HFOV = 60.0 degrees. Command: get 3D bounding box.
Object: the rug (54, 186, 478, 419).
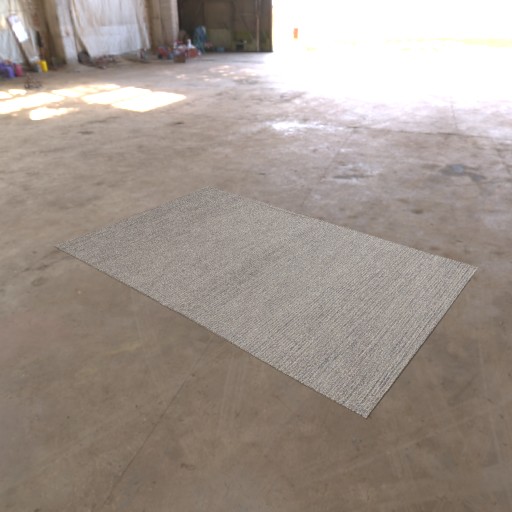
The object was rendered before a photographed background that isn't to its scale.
[{"bbox_3d":[0.000,0.000,2.219,1.804,0.022,1.162,21,35,34],"label":"rug"}]
